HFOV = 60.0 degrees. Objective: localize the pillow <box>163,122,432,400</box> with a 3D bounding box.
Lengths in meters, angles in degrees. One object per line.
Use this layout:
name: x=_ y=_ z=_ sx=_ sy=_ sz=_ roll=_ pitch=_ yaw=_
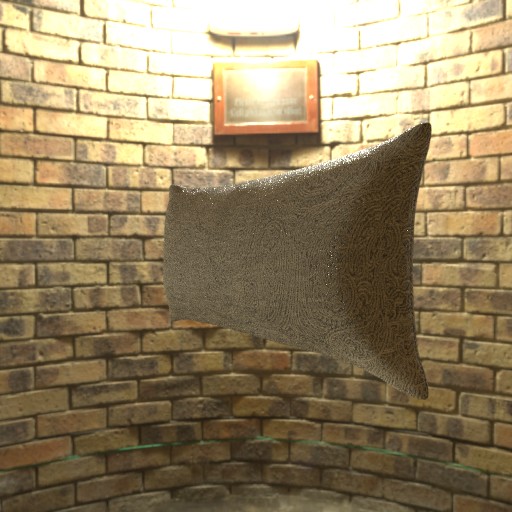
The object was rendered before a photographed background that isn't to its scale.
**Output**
pillow: x=0.000 y=0.000 z=0.713 sx=0.151 sy=0.295 sz=0.615 roll=-1 pitch=2 yaw=-37
